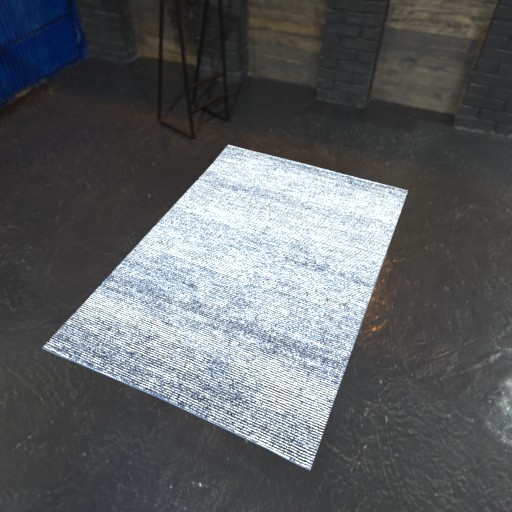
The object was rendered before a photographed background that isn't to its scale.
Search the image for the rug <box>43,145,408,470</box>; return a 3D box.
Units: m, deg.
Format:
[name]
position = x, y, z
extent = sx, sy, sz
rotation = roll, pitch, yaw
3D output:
[rug]
position = 0.000, 0.000, 3.042
extent = 1.624, 0.030, 2.349
rotation = 18, 49, 17
